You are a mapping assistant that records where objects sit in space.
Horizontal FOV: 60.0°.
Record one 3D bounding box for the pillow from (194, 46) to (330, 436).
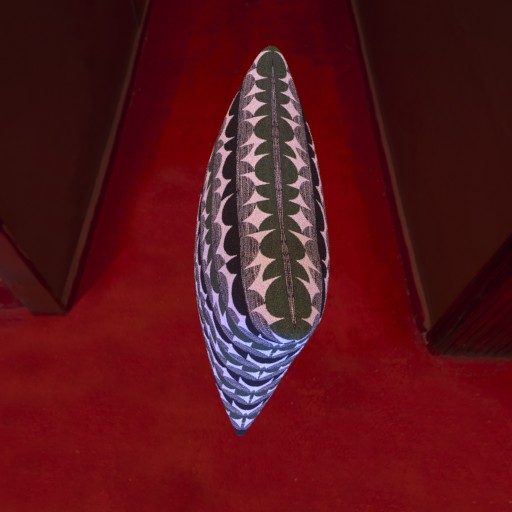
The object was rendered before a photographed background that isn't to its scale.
[{"bbox_3d":[0.000,0.000,0.643,0.180,0.404,0.419,-1,58,-1],"label":"pillow"}]
